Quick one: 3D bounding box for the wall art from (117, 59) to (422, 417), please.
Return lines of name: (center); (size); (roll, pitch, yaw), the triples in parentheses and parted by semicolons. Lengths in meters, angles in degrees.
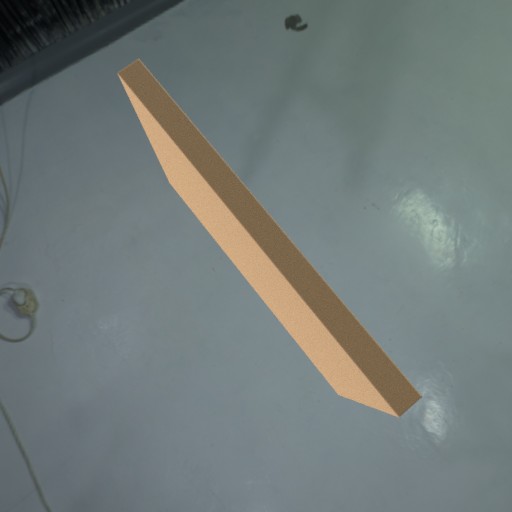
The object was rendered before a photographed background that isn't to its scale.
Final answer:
wall art: (0.000, 0.000, 0.795); (0.039, 0.407, 0.609); (-37, 79, -8)
